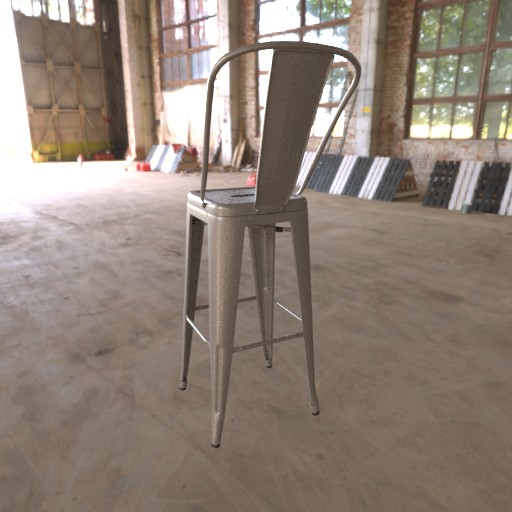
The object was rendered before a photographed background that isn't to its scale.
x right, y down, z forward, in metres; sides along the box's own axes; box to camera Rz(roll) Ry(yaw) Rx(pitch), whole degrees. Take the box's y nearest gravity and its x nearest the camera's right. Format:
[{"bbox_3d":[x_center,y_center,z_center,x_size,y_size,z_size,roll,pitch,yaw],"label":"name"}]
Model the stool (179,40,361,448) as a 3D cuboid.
[{"bbox_3d":[0.000,0.000,1.326,0.399,1.096,0.513,-8,18,-25],"label":"stool"}]
